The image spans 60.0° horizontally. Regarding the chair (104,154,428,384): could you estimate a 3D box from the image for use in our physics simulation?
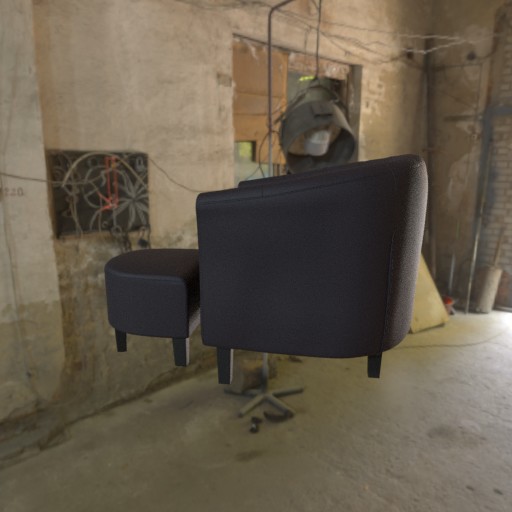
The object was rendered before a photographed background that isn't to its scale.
[{"bbox_3d":[0.000,0.000,1.696,1.191,0.760,0.763,2,13,9],"label":"chair"}]
